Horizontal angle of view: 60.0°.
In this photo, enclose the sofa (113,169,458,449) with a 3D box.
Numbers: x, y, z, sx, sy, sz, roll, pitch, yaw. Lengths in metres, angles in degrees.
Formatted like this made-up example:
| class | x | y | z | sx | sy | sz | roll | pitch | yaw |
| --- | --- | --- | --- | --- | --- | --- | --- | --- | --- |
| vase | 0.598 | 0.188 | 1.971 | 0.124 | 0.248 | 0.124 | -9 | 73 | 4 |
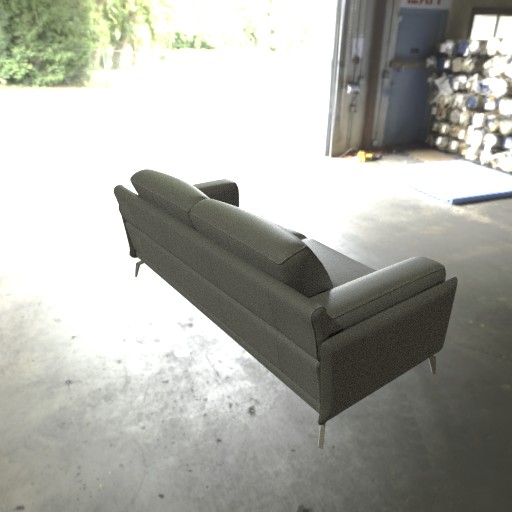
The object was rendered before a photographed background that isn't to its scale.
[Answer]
| class | x | y | z | sx | sy | sz | roll | pitch | yaw |
| --- | --- | --- | --- | --- | --- | --- | --- | --- | --- |
| sofa | 0.000 | 0.000 | 2.723 | 0.969 | 0.900 | 2.100 | -18 | 31 | -33 |
